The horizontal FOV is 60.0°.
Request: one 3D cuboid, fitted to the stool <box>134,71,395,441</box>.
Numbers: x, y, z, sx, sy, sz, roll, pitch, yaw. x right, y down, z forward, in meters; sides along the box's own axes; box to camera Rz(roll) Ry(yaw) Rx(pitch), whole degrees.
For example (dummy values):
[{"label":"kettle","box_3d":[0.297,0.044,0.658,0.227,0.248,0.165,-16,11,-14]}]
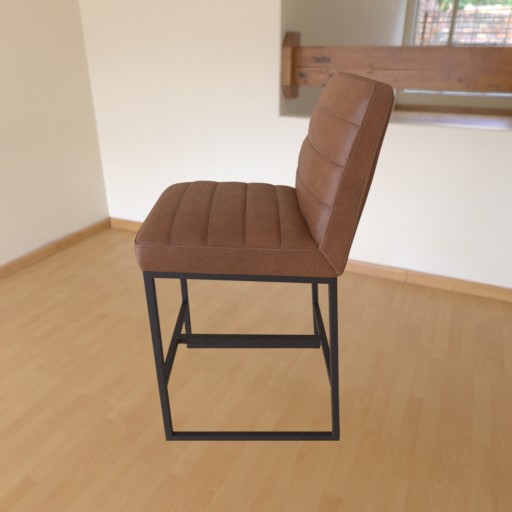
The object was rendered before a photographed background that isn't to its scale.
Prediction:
[{"label":"stool","box_3d":[0.000,0.000,1.237,0.556,0.940,0.458,0,25,0]}]
